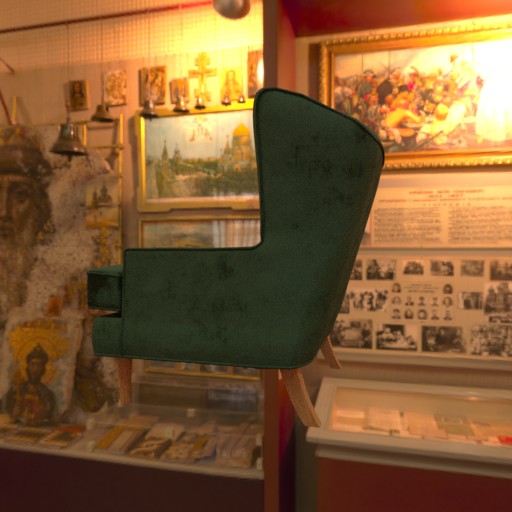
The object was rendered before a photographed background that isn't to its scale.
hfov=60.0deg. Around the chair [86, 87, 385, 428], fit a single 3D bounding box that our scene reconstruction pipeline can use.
[{"bbox_3d":[0.000,0.000,1.635,0.910,0.952,0.793,0,1,16],"label":"chair"}]
